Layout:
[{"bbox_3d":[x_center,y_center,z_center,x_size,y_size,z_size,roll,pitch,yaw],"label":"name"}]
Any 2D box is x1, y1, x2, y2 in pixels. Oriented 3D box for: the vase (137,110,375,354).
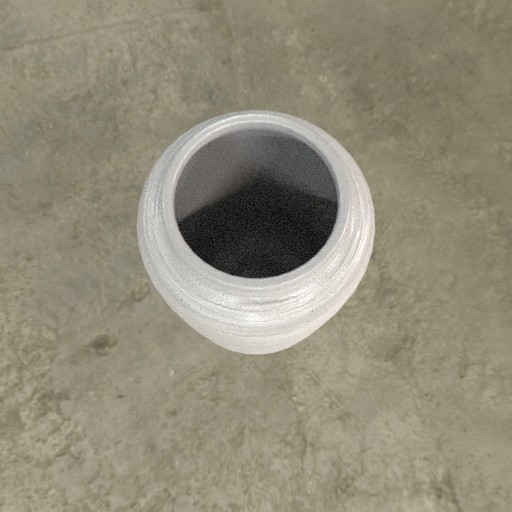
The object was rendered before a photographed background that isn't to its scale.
[{"bbox_3d":[0.000,0.000,0.479,0.202,0.335,0.202,0,75,0],"label":"vase"}]
